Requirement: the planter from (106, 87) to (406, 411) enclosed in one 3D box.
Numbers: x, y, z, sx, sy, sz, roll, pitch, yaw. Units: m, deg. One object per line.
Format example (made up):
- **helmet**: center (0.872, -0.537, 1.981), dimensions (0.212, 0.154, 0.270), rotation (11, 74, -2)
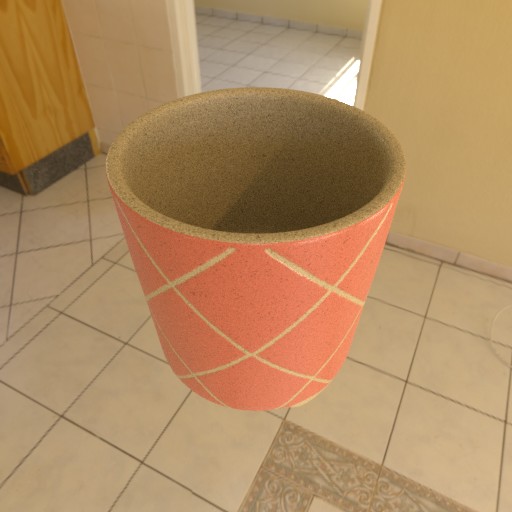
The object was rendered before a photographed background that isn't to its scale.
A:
- **planter**: center (0.000, 0.000, 0.423), dimensions (0.227, 0.235, 0.227), rotation (0, 43, 0)
